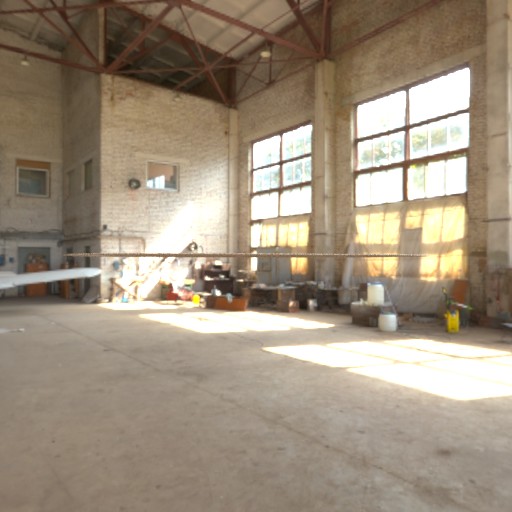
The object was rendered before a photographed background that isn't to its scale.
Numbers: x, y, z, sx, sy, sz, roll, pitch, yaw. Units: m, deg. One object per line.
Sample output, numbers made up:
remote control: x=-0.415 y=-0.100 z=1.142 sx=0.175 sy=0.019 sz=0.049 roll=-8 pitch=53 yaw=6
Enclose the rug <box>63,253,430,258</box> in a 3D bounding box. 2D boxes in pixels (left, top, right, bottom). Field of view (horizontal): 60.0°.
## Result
rug: x=0.000 y=0.000 z=3.049 sx=2.432 sy=0.006 sz=1.520 roll=0 pitch=-1 yaw=-18
